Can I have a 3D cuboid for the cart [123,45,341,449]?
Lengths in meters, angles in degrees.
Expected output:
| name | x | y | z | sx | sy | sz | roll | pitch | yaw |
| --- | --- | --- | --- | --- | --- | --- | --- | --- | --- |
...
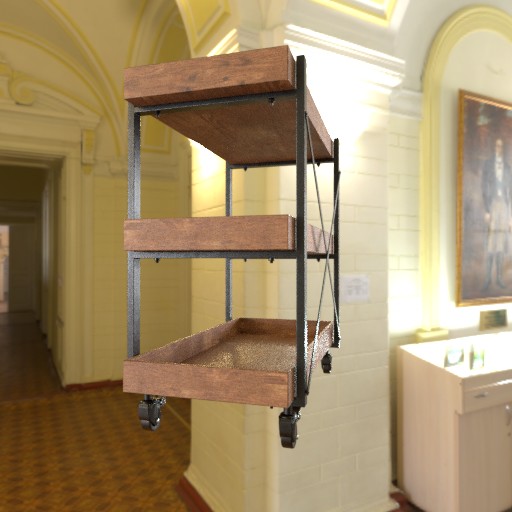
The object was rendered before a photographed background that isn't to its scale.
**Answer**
| name | x | y | z | sx | sy | sz | roll | pitch | yaw |
| --- | --- | --- | --- | --- | --- | --- | --- | --- | --- |
| cart | 0.000 | 0.000 | 1.252 | 0.411 | 0.800 | 0.750 | 0 | -1 | 17 |
